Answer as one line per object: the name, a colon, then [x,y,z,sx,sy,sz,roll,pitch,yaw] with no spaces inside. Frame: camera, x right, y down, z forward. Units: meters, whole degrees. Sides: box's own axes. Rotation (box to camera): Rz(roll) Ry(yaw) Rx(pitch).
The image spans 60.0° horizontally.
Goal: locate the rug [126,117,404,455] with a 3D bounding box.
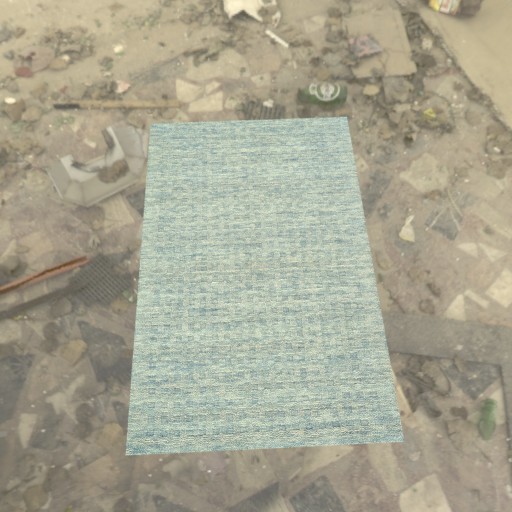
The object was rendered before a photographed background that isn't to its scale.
rug: [0.000,0.000,2.196,1.142,0.006,1.752,-2,64,-1]
